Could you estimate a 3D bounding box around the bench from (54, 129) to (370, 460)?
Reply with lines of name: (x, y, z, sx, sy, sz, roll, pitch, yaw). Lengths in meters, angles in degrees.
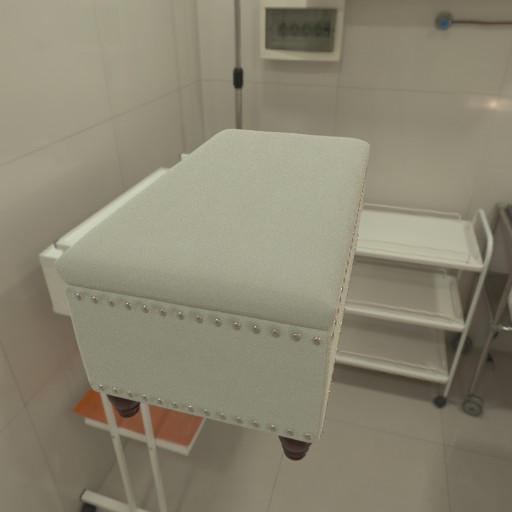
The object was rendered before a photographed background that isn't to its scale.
bench: (0.000, 0.000, 1.185, 0.500, 0.449, 0.887, 8, 32, 14)
